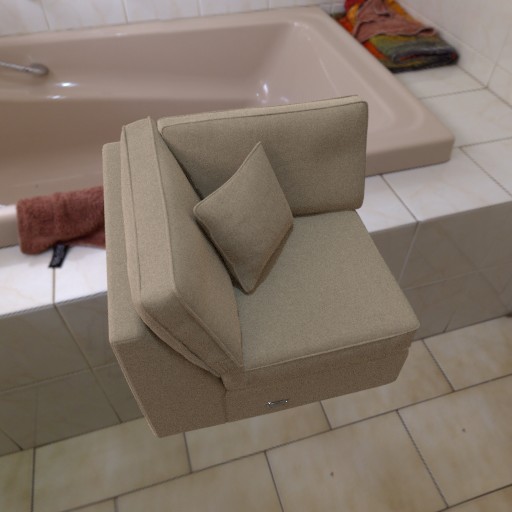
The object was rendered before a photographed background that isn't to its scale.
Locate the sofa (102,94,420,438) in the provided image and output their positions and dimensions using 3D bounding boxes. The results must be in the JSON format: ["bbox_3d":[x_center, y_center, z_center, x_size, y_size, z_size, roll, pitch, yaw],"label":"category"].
[{"bbox_3d":[0.000,0.000,1.944,1.146,1.002,1.084,-10,48,-9],"label":"sofa"}]
